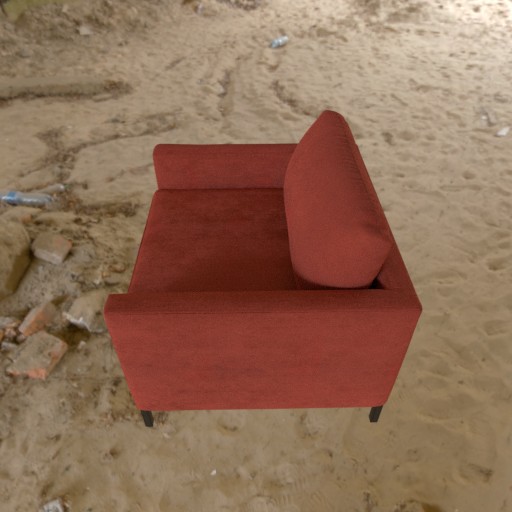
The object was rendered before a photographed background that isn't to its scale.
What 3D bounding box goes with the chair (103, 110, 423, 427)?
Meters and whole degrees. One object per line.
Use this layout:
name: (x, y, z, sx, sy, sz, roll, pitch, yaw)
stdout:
chair: (0.000, 0.000, 1.647, 0.875, 0.812, 0.964, -1, 42, -1)
